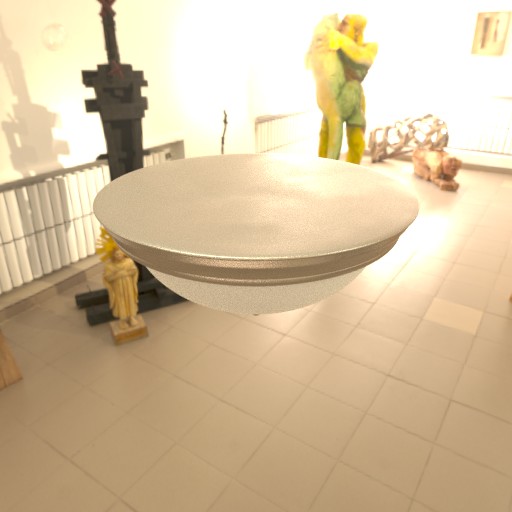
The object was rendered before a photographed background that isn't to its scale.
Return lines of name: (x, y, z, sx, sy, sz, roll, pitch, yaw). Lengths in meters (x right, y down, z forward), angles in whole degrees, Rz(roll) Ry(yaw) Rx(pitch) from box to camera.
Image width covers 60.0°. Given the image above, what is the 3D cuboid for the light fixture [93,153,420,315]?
light fixture: (0.000, 0.000, 0.429, 0.280, 0.135, 0.280, 0, 26, 0)
